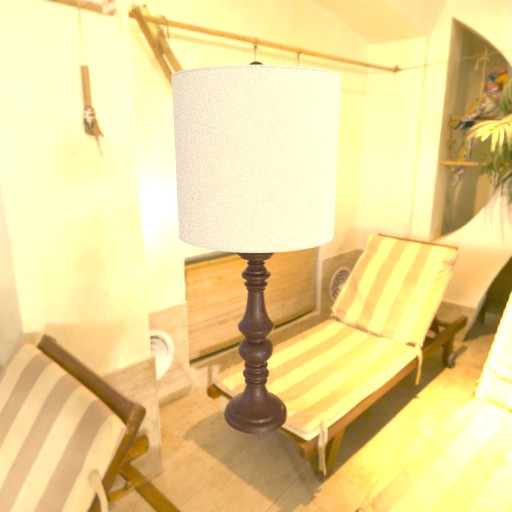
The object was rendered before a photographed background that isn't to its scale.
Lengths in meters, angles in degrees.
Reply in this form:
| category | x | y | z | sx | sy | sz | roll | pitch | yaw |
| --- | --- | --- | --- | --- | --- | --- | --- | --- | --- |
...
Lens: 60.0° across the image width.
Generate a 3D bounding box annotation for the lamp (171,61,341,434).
| category | x | y | z | sx | sy | sz | roll | pitch | yaw |
| --- | --- | --- | --- | --- | --- | --- | --- | --- | --- |
| lamp | 0.000 | 0.000 | 0.734 | 0.250 | 0.597 | 0.250 | 14 | 20 | 42 |
